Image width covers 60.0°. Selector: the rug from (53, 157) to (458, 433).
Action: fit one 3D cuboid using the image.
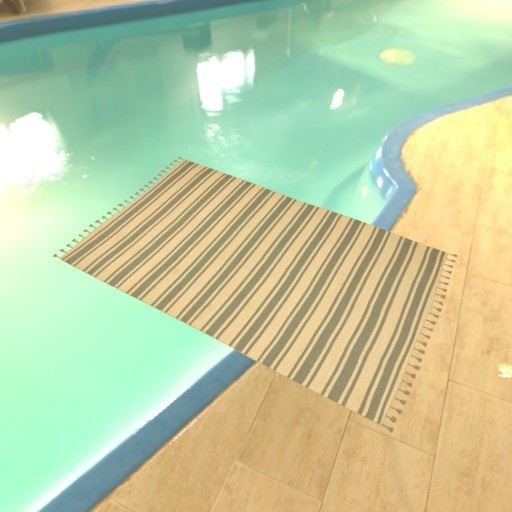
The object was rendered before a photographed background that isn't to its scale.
[{"bbox_3d":[0.000,0.000,2.602,2.084,0.009,1.222,23,50,21],"label":"rug"}]
